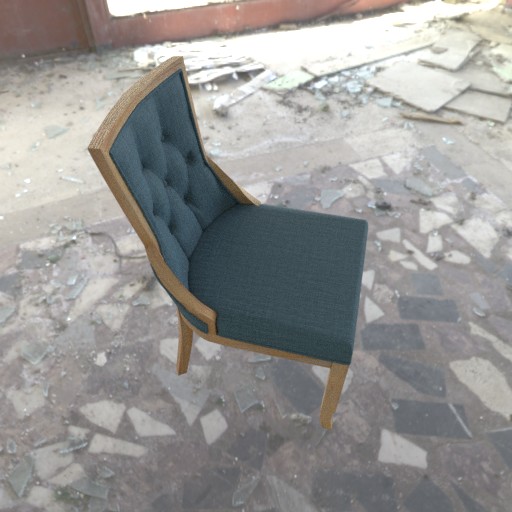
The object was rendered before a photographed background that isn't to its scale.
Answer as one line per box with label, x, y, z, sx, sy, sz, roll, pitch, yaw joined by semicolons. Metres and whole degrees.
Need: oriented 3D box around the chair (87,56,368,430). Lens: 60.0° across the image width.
chair;0.000;0.000;1.325;0.641;0.947;0.524;11;48;10
